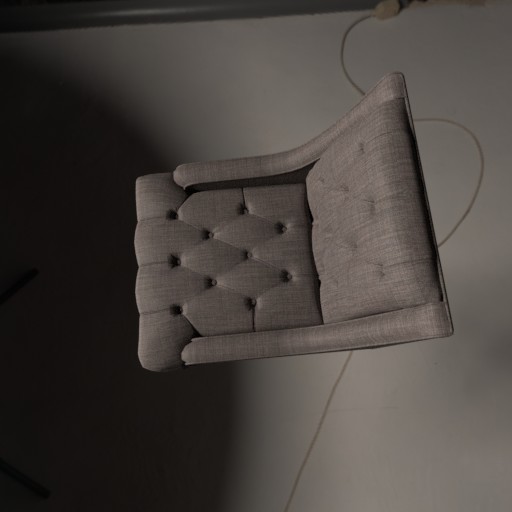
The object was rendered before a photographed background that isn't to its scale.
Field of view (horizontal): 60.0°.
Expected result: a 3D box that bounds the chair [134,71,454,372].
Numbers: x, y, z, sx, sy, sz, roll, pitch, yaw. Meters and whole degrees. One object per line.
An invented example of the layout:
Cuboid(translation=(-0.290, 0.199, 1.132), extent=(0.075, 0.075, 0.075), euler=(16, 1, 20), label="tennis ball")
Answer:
Cuboid(translation=(0.000, 0.000, 1.395), extent=(0.771, 0.891, 0.655), euler=(-5, 76, -1), label="chair")
